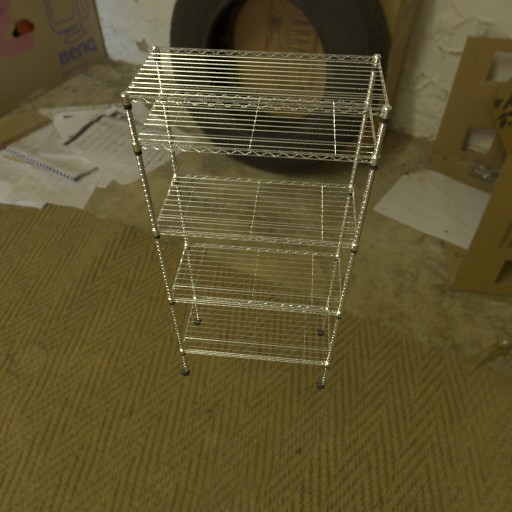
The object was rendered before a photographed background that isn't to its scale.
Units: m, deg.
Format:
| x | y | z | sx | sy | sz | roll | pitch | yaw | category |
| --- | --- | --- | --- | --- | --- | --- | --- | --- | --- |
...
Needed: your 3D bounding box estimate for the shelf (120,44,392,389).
| x | y | z | sx | sy | sz | roll | pitch | yaw | category |
| --- | --- | --- | --- | --- | --- | --- | --- | --- | --- |
| 0.000 | 0.000 | 1.892 | 0.762 | 1.587 | 0.356 | 4 | 47 | 4 | shelf |
